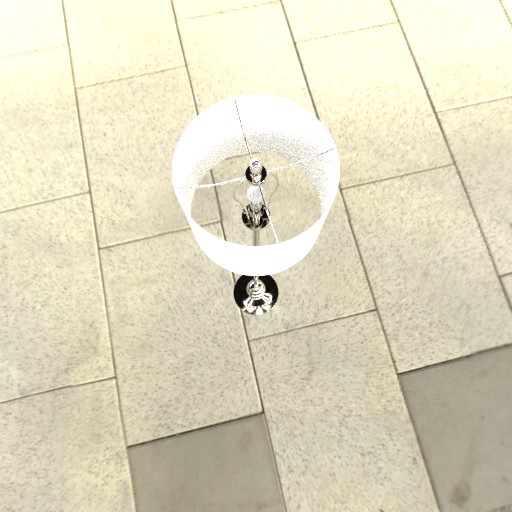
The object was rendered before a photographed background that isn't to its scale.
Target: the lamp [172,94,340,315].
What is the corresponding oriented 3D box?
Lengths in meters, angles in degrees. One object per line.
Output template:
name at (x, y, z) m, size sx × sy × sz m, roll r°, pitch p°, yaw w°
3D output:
lamp at (0.000, 0.000, 1.635) m, size 0.356 × 1.487 × 0.356 m, roll -15°, pitch 75°, yaw -4°
